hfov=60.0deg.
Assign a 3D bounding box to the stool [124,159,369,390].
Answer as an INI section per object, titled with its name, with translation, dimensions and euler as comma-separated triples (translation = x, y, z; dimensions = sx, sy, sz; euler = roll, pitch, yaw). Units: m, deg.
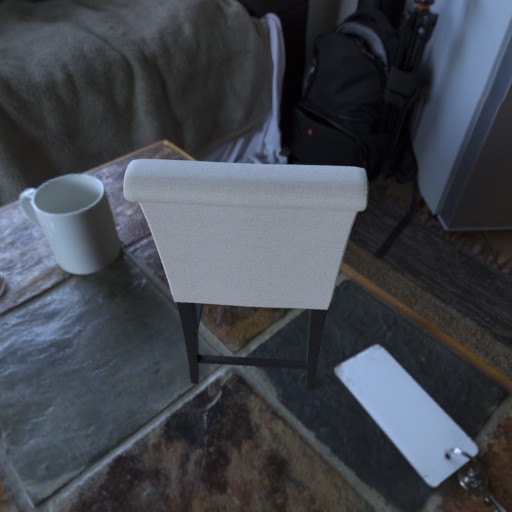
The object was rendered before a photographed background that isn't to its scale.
[stool]
translation = 0.000, 0.000, 1.329
dimensions = 0.452, 0.976, 0.597
euler = 3, 47, 3
